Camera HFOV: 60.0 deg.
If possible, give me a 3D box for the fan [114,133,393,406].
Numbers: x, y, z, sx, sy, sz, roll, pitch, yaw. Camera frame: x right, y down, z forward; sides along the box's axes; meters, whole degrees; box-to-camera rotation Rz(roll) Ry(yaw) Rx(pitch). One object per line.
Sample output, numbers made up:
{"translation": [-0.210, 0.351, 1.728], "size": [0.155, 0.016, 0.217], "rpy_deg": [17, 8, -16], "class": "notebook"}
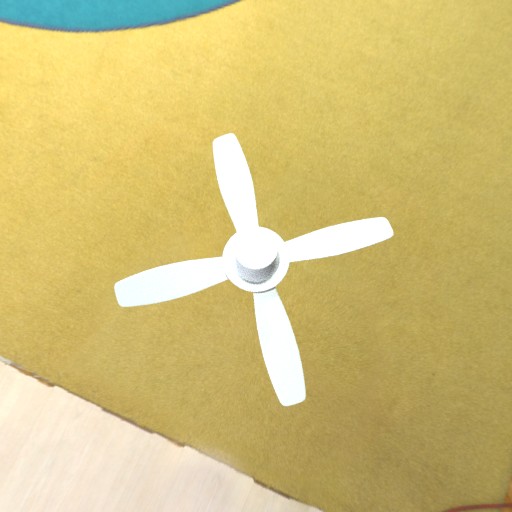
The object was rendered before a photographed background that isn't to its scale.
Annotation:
{"translation": [0.000, 0.000, 2.547], "size": [1.694, 0.382, 1.693], "rpy_deg": [-14, 77, -3], "class": "fan"}
